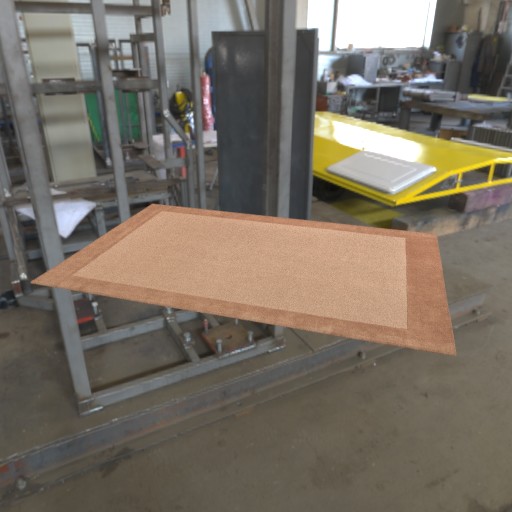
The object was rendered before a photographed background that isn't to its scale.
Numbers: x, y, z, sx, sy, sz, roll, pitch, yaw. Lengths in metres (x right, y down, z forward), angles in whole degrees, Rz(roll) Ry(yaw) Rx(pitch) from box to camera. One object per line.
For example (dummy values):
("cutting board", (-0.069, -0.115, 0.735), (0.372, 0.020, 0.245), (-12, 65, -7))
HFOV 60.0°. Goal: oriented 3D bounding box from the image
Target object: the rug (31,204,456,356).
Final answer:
("rug", (0.000, 0.000, 3.065), (2.438, 0.014, 1.524), (7, 27, 15))
